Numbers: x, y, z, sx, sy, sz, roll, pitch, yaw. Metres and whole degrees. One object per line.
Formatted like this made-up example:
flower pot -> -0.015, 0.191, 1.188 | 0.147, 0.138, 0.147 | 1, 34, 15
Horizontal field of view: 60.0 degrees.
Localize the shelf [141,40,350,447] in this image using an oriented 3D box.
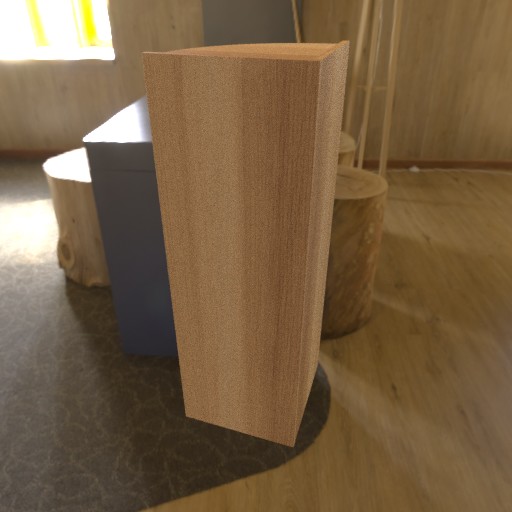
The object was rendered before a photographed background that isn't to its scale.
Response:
shelf -> 0.000, 0.000, 1.014 | 0.290, 0.872, 0.290 | 10, 33, 16
